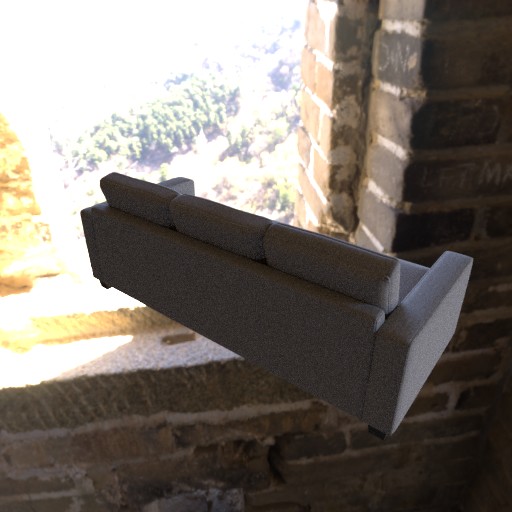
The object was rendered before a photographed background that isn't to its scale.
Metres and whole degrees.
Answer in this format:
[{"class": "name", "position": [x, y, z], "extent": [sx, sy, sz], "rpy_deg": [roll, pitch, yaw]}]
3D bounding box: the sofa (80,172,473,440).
[{"class": "sofa", "position": [0.000, 0.000, 2.569], "extent": [2.120, 0.800, 0.900], "rpy_deg": [20, 34, 33]}]
